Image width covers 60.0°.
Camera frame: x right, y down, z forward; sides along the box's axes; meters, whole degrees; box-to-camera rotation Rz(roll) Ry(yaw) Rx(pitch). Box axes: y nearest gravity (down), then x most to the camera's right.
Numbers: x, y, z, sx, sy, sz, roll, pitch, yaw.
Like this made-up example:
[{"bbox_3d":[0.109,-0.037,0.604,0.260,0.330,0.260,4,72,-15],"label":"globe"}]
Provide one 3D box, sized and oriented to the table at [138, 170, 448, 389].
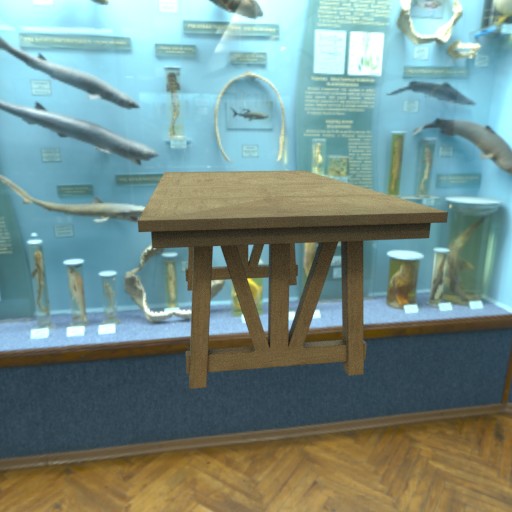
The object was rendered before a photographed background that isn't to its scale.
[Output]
[{"bbox_3d":[0.000,0.000,2.413,1.016,0.768,1.881,-2,15,-9],"label":"table"}]
